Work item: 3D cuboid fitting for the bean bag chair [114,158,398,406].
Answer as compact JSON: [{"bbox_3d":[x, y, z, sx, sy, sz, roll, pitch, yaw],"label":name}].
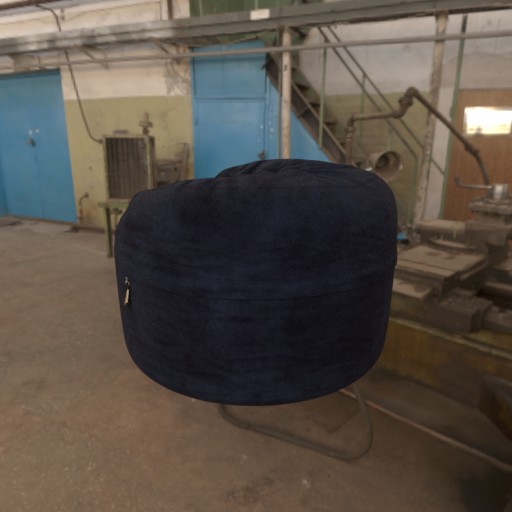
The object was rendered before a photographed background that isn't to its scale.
[{"bbox_3d":[0.000,0.000,1.507,0.918,0.616,0.918,0,16,0],"label":"bean bag chair"}]
